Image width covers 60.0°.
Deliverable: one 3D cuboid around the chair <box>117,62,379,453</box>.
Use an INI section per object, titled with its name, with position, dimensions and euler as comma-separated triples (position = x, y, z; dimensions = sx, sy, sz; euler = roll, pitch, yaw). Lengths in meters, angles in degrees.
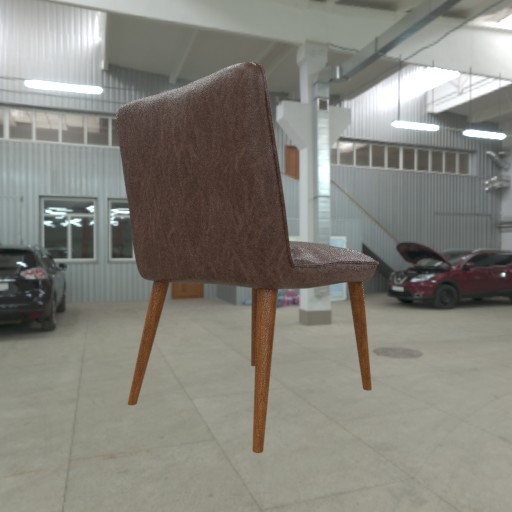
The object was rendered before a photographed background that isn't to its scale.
[chair]
position = 0.000, 0.000, 1.253
dimensions = 0.543, 0.803, 0.645
euler = 1, 1, 35
